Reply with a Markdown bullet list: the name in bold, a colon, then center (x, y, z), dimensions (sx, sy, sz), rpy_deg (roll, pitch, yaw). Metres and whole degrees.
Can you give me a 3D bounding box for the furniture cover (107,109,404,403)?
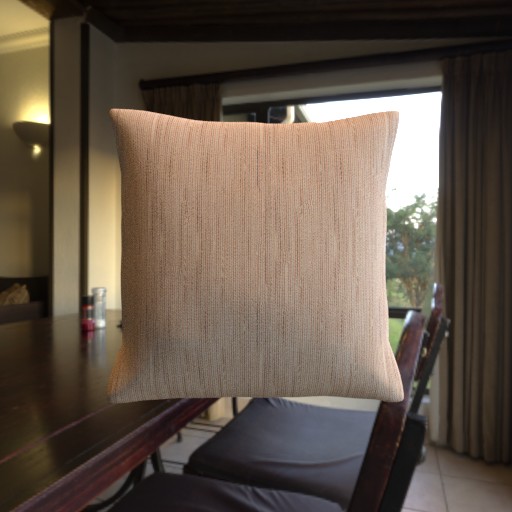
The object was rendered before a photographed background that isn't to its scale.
- **furniture cover**: center (0.000, 0.000, 0.766), dimensions (0.512, 0.506, 0.178), rpy_deg (0, 1, -1)
